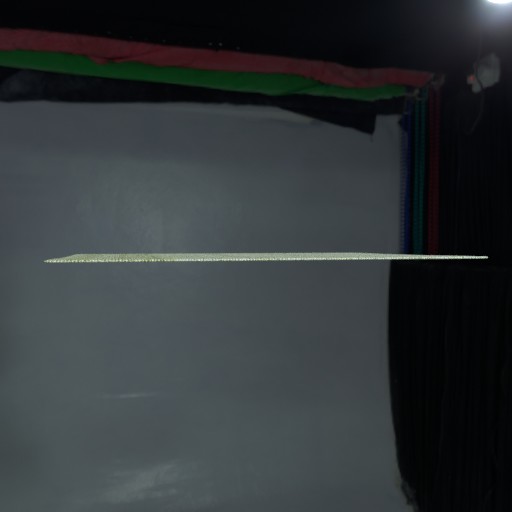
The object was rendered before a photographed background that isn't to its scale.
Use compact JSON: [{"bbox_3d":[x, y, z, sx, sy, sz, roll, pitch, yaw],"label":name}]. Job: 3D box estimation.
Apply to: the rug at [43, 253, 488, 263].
[{"bbox_3d":[0.000,0.000,2.195,1.758,0.010,1.143,0,1,-17],"label":"rug"}]
